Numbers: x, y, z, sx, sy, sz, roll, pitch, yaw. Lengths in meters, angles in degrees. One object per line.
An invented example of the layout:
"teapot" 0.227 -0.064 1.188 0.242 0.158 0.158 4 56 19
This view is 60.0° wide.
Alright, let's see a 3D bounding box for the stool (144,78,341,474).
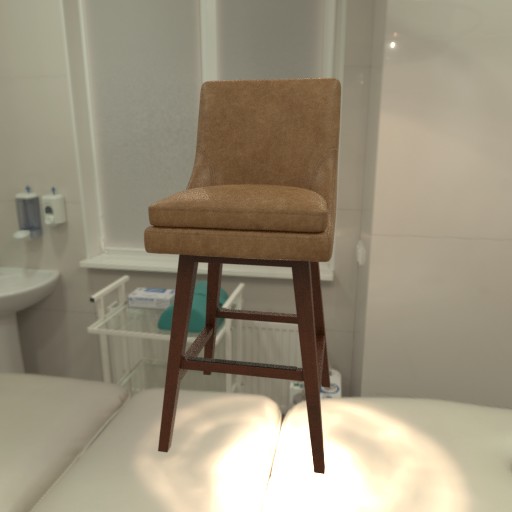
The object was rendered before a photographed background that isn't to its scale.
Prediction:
"stool" 0.000 0.000 1.370 0.487 1.079 0.572 3 15 11
